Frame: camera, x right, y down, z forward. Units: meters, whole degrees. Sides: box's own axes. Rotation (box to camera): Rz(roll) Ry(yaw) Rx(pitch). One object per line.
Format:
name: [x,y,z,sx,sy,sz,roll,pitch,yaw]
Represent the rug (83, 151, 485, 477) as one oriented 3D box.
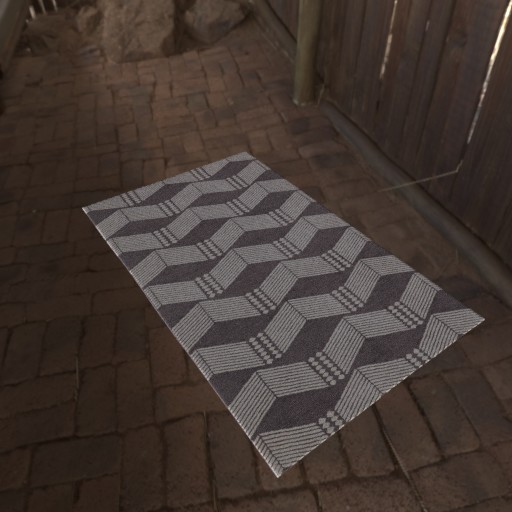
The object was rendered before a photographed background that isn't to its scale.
rug: [0.000,0.000,2.972,1.517,0.011,2.435,-26,48,-26]
